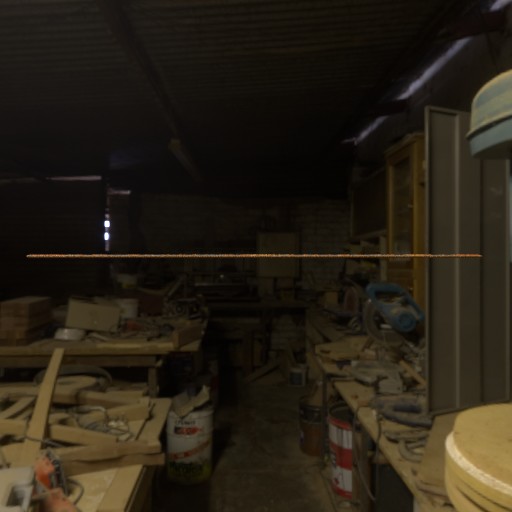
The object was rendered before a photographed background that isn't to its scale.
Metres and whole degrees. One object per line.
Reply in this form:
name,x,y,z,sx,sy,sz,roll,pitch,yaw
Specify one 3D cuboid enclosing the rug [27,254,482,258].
rug,0.000,0.000,2.040,1.820,0.013,0.556,0,0,-2
